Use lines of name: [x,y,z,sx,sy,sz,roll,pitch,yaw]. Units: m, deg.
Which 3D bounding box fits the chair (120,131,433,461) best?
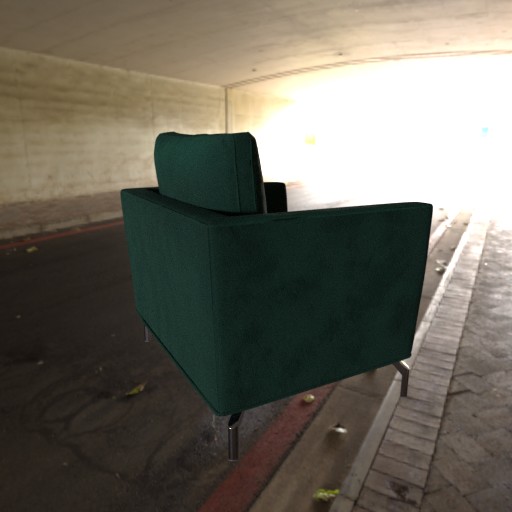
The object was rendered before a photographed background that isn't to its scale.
chair: [0.000,0.000,1.827,0.852,0.997,1.047,-8,16,-28]
